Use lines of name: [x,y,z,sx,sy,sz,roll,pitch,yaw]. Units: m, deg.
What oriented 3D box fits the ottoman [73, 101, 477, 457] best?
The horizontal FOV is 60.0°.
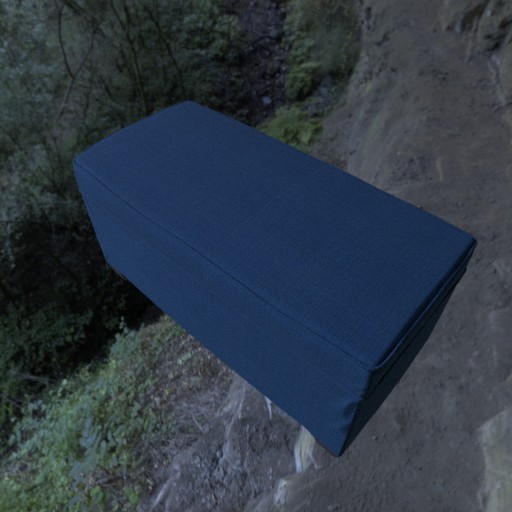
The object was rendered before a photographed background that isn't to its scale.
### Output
ottoman: [0.000,0.000,1.212,0.943,0.474,0.474,33,55,27]
